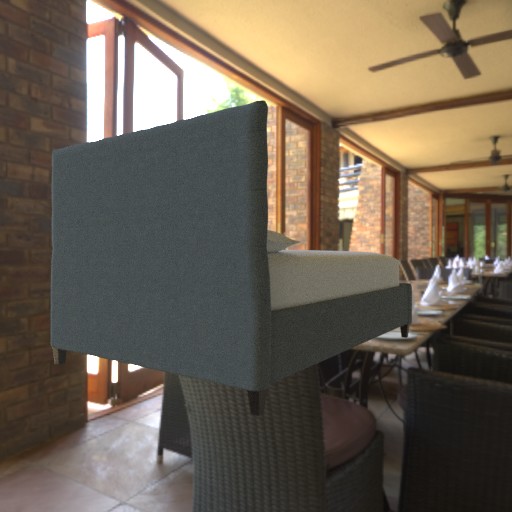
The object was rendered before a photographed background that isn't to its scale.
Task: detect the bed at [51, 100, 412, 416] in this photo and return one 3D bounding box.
[{"bbox_3d":[0.000,0.000,3.375,1.698,1.411,2.335,0,0,35],"label":"bed"}]
